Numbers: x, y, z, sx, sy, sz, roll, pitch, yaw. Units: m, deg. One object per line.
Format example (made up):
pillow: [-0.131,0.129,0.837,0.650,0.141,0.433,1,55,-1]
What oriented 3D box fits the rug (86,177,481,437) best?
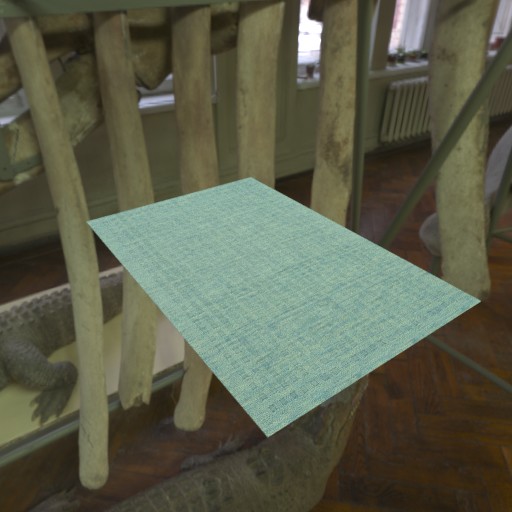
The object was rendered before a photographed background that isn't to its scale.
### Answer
rug: [0.000,0.000,2.945,1.522,0.006,2.286,-21,38,-30]
